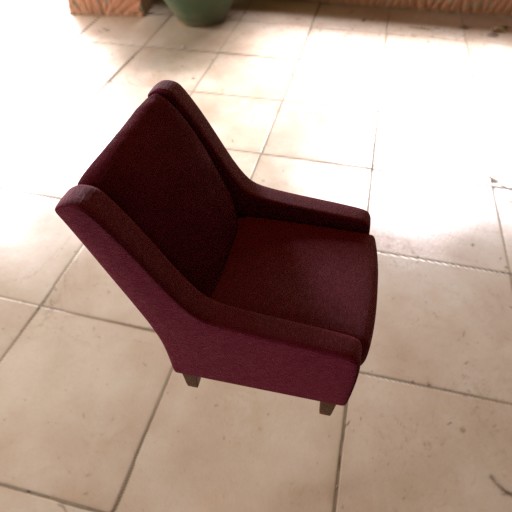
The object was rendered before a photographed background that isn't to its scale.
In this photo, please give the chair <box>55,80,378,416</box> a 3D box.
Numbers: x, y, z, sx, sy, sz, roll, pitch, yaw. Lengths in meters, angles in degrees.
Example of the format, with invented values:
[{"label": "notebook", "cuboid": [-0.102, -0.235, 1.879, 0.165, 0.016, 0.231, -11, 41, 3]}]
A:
[{"label": "chair", "cuboid": [0.000, 0.000, 1.758, 0.985, 1.017, 0.793, 9, 47, 9]}]
